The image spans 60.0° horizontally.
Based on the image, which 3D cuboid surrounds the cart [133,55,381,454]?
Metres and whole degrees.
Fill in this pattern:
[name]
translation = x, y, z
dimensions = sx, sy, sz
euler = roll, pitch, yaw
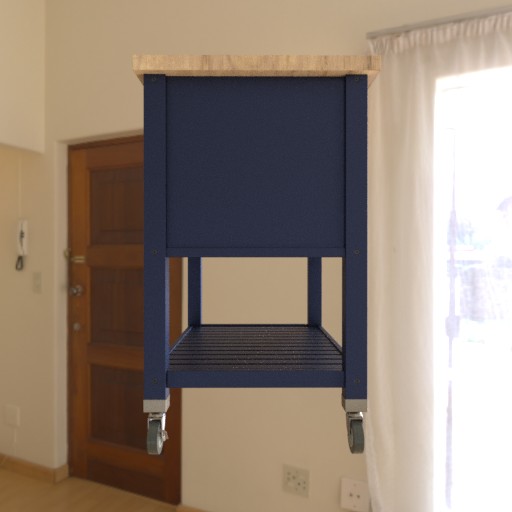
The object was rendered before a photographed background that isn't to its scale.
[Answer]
[cart]
translation = 0.000, 0.000, 1.400
dimensions = 0.567, 0.920, 0.797
euler = 0, 0, 0
